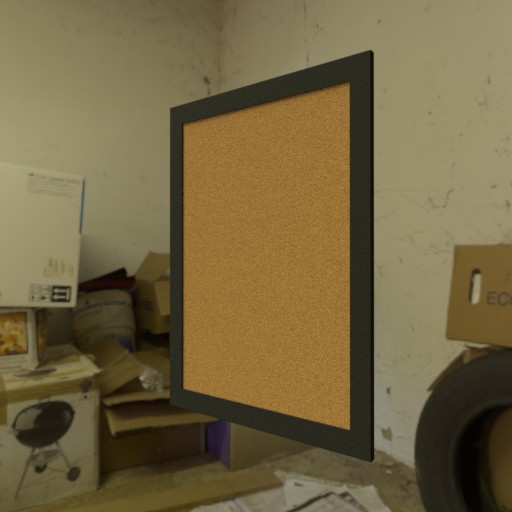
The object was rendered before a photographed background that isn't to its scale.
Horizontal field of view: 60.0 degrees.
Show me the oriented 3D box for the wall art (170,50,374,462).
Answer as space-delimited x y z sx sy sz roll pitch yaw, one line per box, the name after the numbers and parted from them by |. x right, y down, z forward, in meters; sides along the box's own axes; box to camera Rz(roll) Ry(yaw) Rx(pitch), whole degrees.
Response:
0.000 0.000 0.682 0.374 0.529 0.012 0 0 36 | wall art
